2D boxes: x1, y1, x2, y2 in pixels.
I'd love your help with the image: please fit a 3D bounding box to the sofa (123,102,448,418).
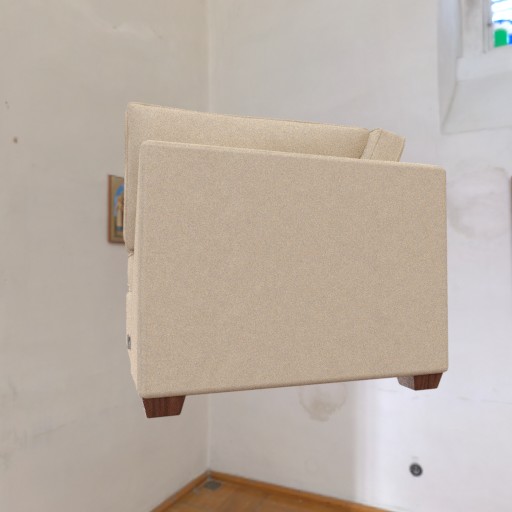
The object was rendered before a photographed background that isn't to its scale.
[{"bbox_3d":[0.000,0.000,1.961,1.146,1.002,1.084,1,-2,-18],"label":"sofa"}]
